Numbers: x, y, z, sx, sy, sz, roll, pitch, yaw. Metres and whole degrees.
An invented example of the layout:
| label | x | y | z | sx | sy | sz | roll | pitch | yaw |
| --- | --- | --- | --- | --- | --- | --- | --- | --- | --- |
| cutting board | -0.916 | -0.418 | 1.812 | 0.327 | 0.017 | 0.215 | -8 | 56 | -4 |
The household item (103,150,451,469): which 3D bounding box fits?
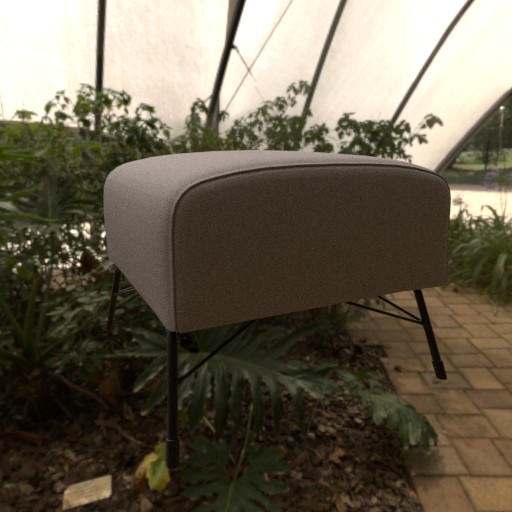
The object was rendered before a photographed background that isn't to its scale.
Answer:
| label | x | y | z | sx | sy | sz | roll | pitch | yaw |
| --- | --- | --- | --- | --- | --- | --- | --- | --- | --- |
| household item | 0.000 | 0.000 | 0.881 | 0.530 | 0.410 | 0.530 | -7 | 15 | -26 |
